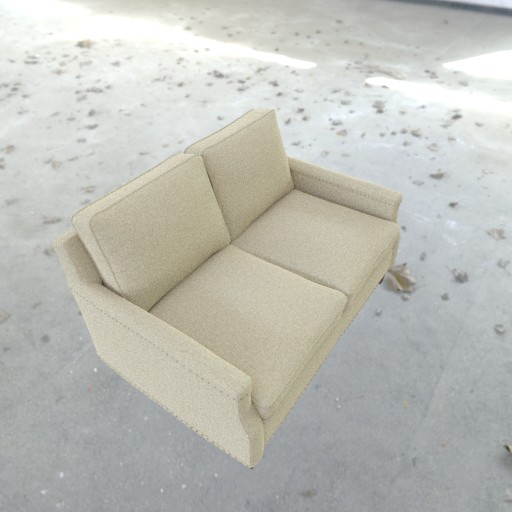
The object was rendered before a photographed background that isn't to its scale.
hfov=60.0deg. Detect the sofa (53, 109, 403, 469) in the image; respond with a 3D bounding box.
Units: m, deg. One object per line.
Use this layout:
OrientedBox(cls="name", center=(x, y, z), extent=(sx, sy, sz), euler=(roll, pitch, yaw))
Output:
OrientedBox(cls="sofa", center=(0.000, 0.000, 2.327), extent=(1.084, 1.003, 1.597), euler=(25, 47, 26))
